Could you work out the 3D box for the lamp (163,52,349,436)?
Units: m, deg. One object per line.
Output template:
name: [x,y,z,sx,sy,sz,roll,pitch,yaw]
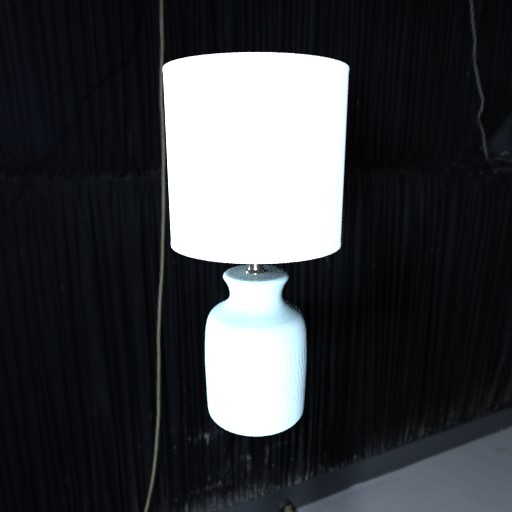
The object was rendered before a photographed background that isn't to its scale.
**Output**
lamp: [0.000,0.000,1.117,0.418,0.871,0.418,-7,16,-25]
